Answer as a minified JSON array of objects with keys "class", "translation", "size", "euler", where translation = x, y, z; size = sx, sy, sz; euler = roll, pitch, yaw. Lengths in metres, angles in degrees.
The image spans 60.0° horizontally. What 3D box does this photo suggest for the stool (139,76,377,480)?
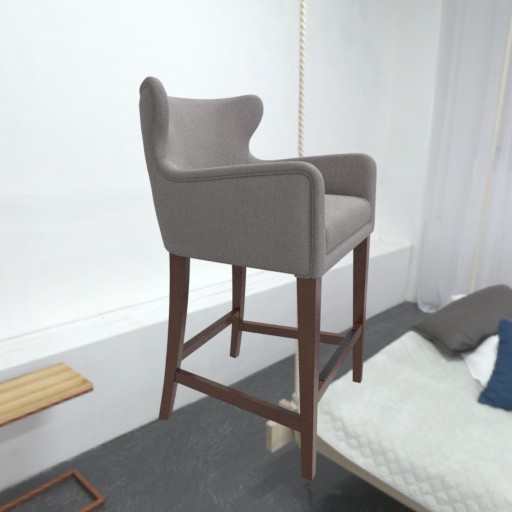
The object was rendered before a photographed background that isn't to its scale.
[{"class":"stool","translation":[0.000,0.000,1.312],"size":[0.575,0.951,0.575],"euler":[7,17,25]}]
